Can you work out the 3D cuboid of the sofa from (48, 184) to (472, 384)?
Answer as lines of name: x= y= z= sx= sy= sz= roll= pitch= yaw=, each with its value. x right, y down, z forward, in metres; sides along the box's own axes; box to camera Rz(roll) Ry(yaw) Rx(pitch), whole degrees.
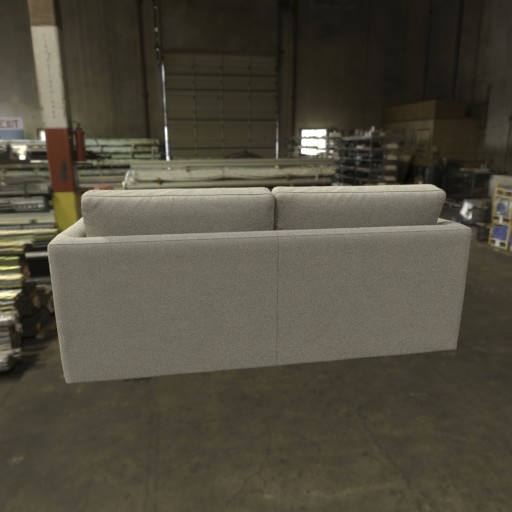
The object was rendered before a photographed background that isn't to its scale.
sofa: x=0.000 y=0.000 z=2.496 sx=1.905 sy=0.839 sz=1.091 roll=-3 pitch=15 yaw=-10
